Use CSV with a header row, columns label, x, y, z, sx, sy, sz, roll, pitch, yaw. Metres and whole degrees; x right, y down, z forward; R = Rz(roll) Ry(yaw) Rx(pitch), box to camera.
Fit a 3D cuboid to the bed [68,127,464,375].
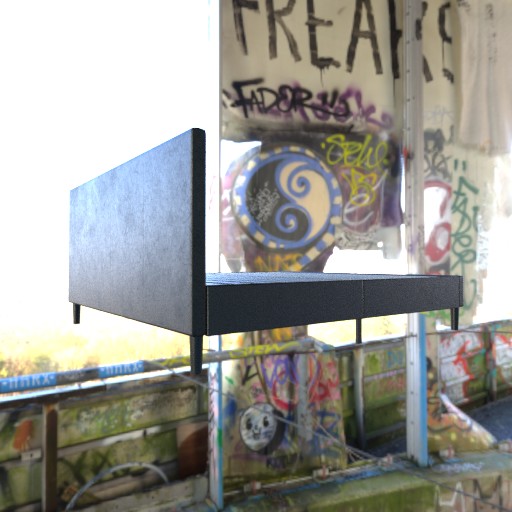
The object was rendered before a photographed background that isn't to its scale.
label,x,y,z,sx,sy,sz,roll,pitch,yaw
bed,0.000,0.000,3.287,2.152,1.046,2.018,1,-1,-36
